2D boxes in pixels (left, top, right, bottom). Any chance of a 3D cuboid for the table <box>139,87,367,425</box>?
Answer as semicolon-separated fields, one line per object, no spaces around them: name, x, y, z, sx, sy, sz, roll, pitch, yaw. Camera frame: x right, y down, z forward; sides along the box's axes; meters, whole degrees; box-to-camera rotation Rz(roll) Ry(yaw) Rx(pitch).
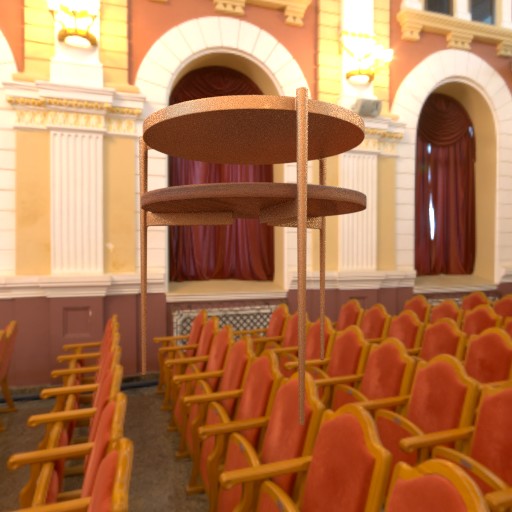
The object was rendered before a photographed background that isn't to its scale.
table;0.000;0.000;0.860;0.430;0.493;0.456;0;1;-18
